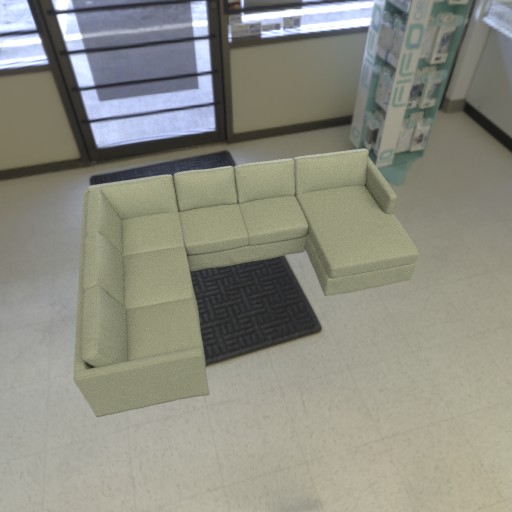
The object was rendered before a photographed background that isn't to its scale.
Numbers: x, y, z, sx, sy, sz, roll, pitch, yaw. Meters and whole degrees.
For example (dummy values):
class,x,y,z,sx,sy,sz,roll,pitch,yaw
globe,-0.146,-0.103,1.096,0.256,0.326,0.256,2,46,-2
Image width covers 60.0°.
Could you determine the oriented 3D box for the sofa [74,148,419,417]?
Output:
class,x,y,z,sx,sy,sz,roll,pitch,yaw
sofa,0.000,0.000,4.669,3.460,0.882,2.427,-10,47,-9
